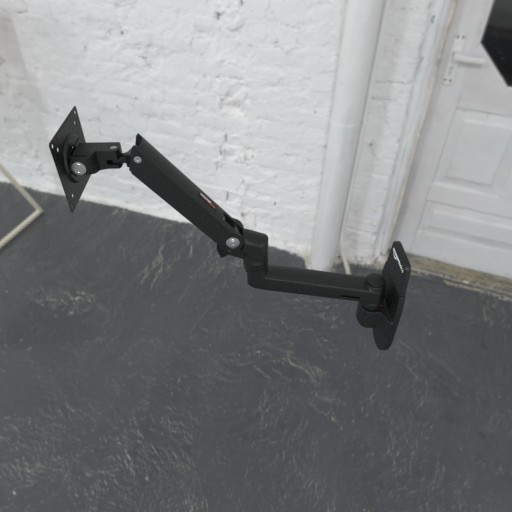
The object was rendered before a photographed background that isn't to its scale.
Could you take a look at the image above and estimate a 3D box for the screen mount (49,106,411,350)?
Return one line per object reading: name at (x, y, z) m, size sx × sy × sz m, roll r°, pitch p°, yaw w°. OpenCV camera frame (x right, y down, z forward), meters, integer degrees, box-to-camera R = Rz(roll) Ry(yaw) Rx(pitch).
screen mount at (0.000, 0.000, 0.726) m, size 0.495 × 0.466 × 0.115 m, roll -1°, pitch 42°, yaw -1°
